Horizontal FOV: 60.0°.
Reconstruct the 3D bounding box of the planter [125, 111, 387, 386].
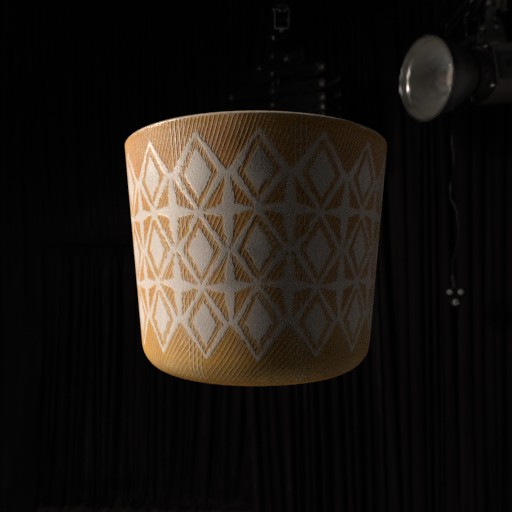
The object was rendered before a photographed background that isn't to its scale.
[{"bbox_3d":[0.000,0.000,0.223,0.126,0.104,0.126,0,-1,0],"label":"planter"}]
